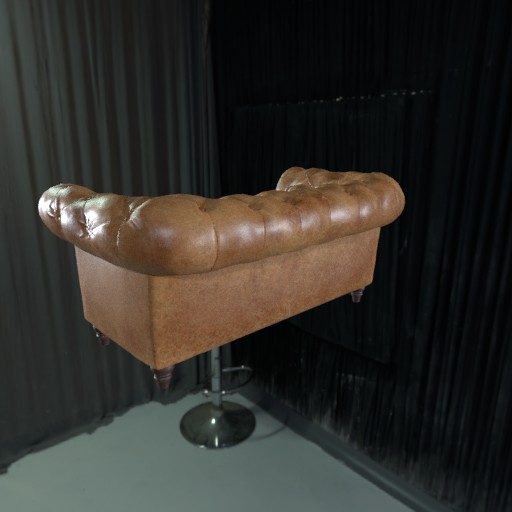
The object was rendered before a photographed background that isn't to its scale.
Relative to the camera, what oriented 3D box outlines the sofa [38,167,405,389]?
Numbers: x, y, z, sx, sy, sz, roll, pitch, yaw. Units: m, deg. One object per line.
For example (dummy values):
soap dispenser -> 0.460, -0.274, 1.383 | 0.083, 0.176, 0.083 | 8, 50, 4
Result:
sofa -> 0.000, 0.000, 2.510 | 1.979, 0.877, 1.042 | -14, 21, -42
